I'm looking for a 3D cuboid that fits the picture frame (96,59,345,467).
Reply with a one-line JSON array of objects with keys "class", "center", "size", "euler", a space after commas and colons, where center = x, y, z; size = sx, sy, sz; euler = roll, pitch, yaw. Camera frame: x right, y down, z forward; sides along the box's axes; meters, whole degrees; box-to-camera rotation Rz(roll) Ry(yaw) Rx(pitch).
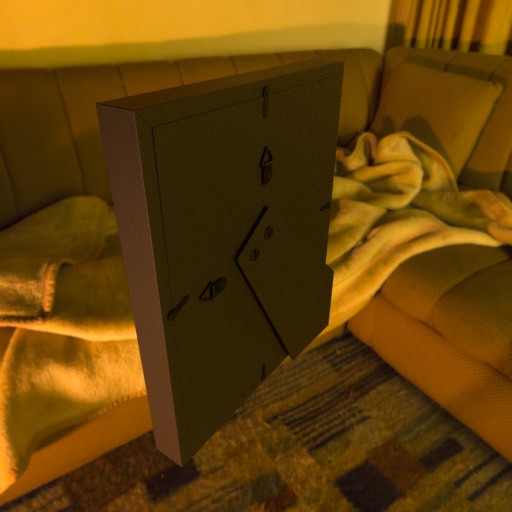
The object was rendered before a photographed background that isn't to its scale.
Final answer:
[{"class": "picture frame", "center": [0.000, 0.000, 0.376], "size": [0.042, 0.284, 0.232], "euler": [20, 36, 30]}]
